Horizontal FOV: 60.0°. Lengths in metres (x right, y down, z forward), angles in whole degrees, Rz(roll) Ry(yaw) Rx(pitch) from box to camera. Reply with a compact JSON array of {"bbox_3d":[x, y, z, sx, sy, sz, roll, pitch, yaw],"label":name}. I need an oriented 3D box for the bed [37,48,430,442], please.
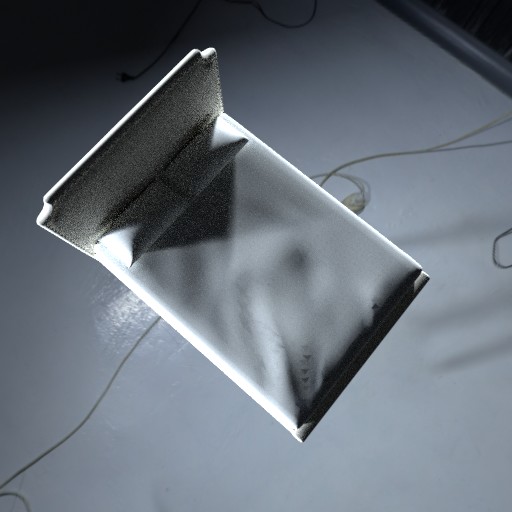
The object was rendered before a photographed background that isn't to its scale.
[{"bbox_3d":[0.000,0.000,3.417,2.365,1.443,1.712,40,80,8],"label":"bed"}]
